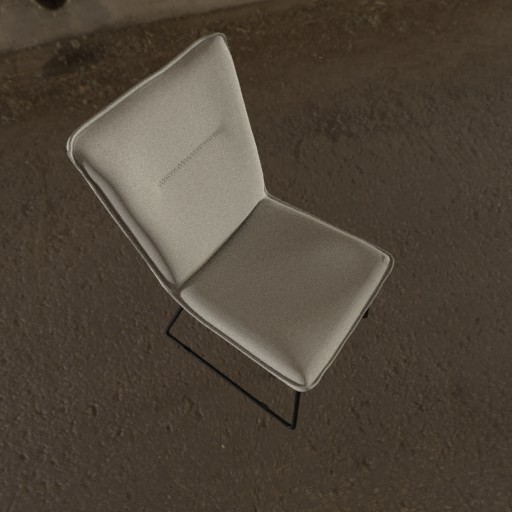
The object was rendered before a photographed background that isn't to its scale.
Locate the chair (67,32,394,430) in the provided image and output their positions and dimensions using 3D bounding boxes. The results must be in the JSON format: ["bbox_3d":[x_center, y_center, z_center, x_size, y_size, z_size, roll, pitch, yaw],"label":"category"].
[{"bbox_3d":[0.000,0.000,1.301,0.688,0.930,0.515,32,64,18],"label":"chair"}]
